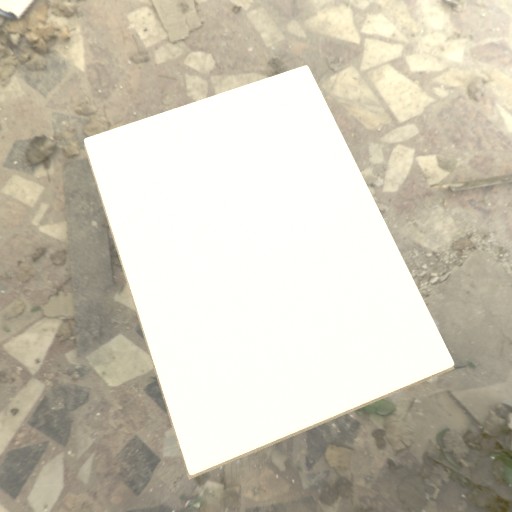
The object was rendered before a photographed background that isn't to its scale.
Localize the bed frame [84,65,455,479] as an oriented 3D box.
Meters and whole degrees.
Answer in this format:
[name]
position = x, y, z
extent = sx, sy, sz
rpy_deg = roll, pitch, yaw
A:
[bed frame]
position = 0.000, 0.000, 2.606
extent = 1.448, 0.490, 1.944
rpy_deg = -20, 75, -6
